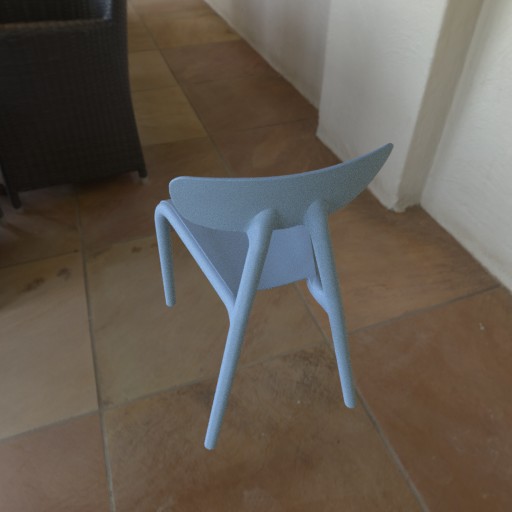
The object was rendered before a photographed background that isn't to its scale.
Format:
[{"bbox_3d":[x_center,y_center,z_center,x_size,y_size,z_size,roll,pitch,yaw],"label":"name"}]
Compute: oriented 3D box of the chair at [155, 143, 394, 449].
[{"bbox_3d":[0.000,0.000,0.821,0.356,0.580,0.401,-12,45,-12],"label":"chair"}]
